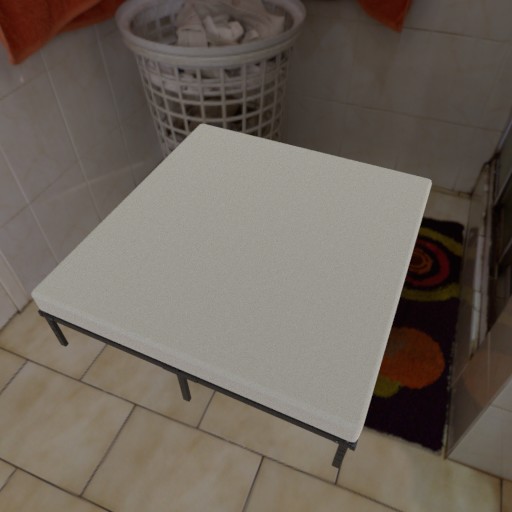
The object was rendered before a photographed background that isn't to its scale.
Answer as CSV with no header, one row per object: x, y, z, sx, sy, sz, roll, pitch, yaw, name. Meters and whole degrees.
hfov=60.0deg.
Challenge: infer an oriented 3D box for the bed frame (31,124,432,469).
0.000,0.000,3.962,2.526,0.680,2.635,18,50,16,bed frame
